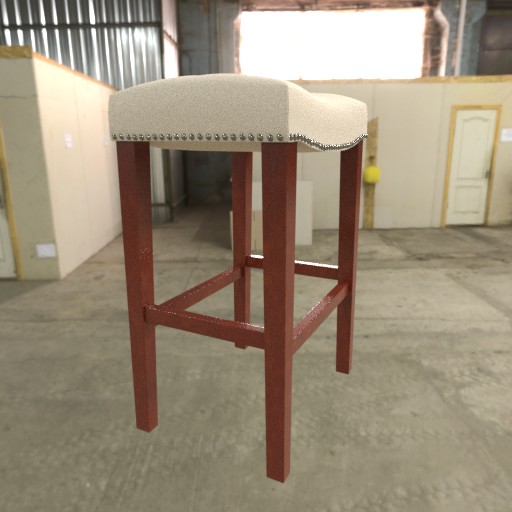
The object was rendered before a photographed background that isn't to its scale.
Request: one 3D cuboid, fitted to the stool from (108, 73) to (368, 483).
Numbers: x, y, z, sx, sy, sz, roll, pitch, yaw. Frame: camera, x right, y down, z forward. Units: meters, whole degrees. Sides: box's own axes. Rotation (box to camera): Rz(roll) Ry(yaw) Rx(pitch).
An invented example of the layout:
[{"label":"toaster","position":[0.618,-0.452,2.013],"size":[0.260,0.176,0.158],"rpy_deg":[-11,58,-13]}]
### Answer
[{"label":"stool","position":[0.000,0.000,1.032],"size":[0.372,0.742,0.504],"rpy_deg":[8,17,26]}]
